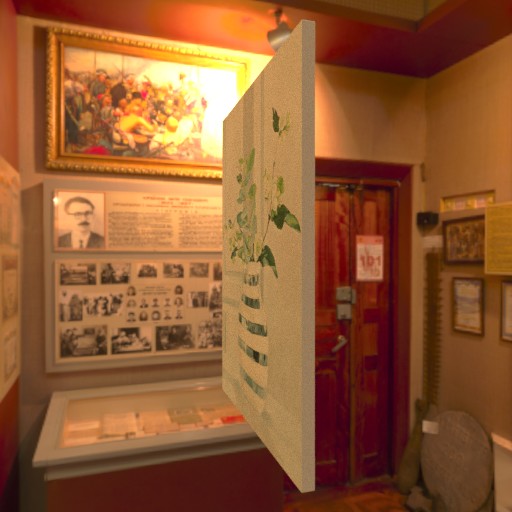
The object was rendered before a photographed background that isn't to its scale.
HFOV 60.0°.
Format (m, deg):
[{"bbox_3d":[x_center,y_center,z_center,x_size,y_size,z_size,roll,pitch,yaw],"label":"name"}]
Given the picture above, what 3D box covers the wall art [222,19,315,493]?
[{"bbox_3d":[0.000,0.000,1.575,0.038,1.212,0.914,0,0,-17],"label":"wall art"}]
